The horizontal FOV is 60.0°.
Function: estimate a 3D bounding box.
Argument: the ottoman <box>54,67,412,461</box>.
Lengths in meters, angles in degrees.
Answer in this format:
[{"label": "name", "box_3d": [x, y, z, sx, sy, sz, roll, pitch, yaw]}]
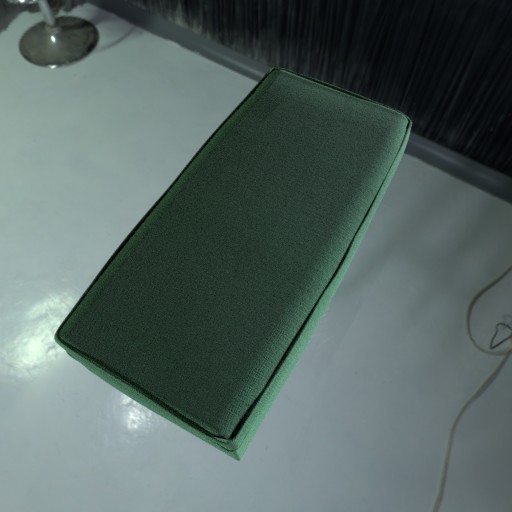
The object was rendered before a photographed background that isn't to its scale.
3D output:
[{"label": "ottoman", "box_3d": [0.000, 0.000, 1.218, 0.483, 0.471, 0.957, 27, 65, 14]}]
